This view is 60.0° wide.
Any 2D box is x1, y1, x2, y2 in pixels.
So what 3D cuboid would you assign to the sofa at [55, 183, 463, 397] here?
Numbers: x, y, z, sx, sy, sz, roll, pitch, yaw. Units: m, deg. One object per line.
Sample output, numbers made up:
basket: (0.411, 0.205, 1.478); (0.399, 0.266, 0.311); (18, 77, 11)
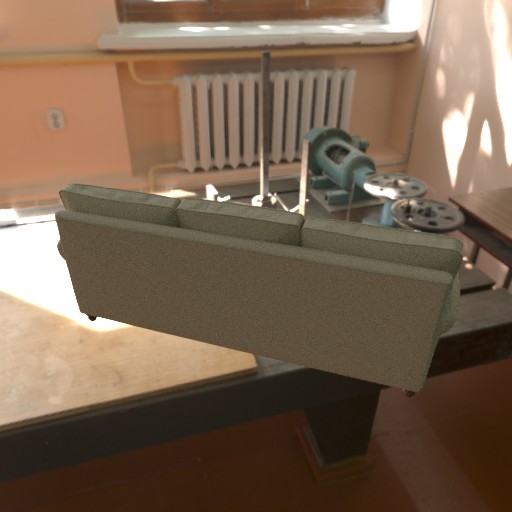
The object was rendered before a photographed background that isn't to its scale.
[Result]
sofa: (0.000, 0.000, 2.813); (2.354, 0.948, 0.966); (10, 33, 15)
